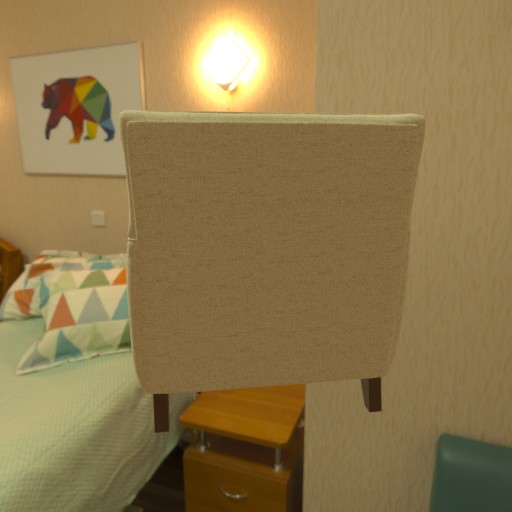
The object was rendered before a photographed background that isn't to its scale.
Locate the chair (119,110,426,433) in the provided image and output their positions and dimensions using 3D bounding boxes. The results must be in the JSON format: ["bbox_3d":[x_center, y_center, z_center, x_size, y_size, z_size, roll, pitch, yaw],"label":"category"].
[{"bbox_3d":[0.000,0.000,1.617,0.870,0.943,0.823,-2,13,-9],"label":"chair"}]
